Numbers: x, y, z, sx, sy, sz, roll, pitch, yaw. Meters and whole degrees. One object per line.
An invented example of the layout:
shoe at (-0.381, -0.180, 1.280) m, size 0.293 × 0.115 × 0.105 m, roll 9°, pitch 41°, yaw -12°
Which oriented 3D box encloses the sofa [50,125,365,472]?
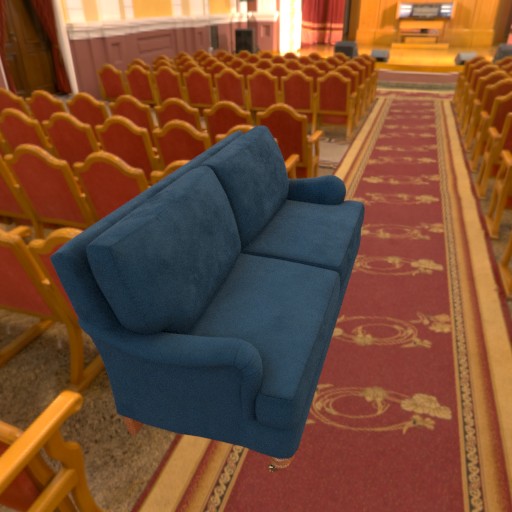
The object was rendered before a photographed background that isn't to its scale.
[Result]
sofa at (0.000, 0.000, 2.701) m, size 1.084 × 1.101 × 2.141 m, roll 10°, pitch 31°, yaw 17°
